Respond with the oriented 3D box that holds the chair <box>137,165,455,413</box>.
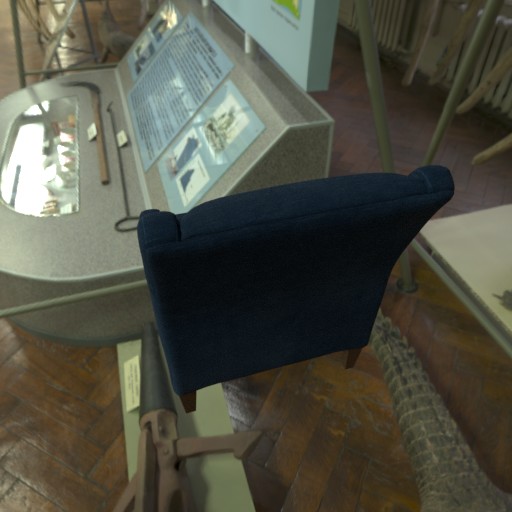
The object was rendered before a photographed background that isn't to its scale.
[{"bbox_3d":[0.000,0.000,1.596,0.774,1.014,0.870,-12,42,-13],"label":"chair"}]
